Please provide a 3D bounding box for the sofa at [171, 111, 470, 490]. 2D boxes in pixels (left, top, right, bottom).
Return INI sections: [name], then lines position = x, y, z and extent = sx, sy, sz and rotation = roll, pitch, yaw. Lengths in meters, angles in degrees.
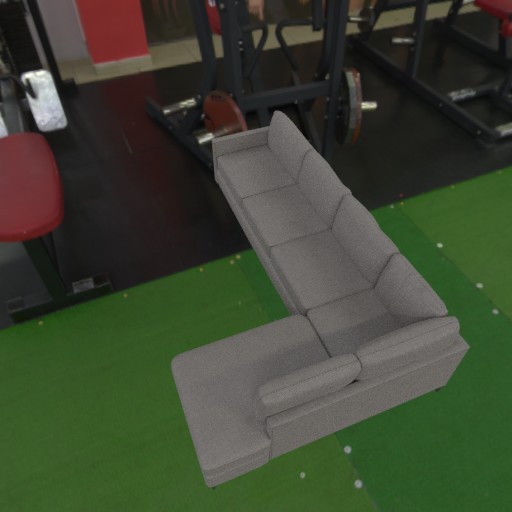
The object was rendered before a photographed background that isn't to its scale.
[sofa]
position = 0.000, 0.000, 4.177
extent = 2.077, 0.964, 3.331
rotation = -17, 50, -15
